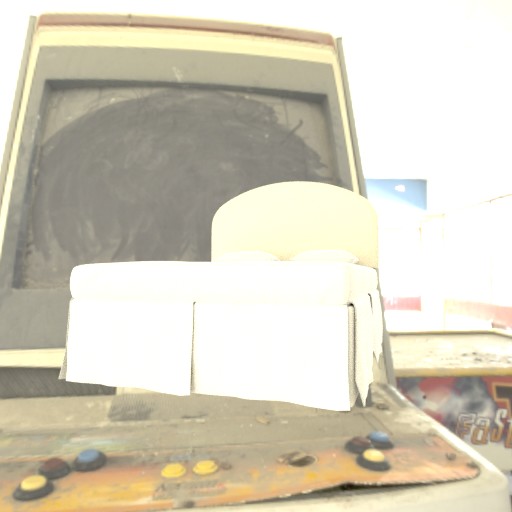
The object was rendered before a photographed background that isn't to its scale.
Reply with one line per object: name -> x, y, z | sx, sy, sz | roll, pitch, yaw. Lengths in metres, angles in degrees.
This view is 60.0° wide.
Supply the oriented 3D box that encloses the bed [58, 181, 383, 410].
bed -> 0.000, 0.000, 3.044 | 1.607, 1.410, 2.005 | -1, -3, 19
